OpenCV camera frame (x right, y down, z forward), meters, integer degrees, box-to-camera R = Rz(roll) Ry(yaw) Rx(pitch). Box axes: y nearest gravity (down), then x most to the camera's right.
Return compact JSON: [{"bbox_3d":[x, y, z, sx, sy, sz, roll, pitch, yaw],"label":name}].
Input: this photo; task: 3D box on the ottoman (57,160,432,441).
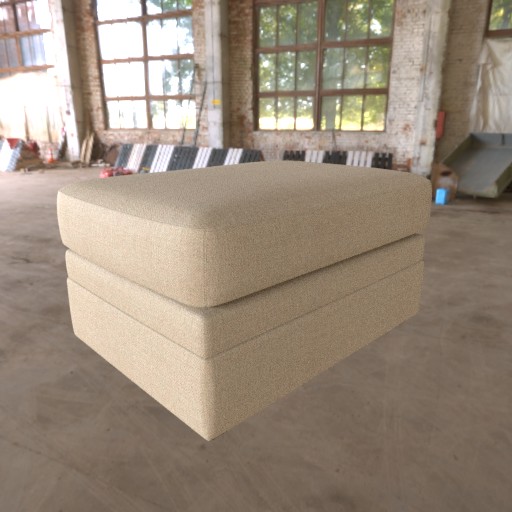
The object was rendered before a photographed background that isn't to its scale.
[{"bbox_3d":[0.000,0.000,1.257,0.885,0.478,0.637,-16,23,-42],"label":"ottoman"}]
